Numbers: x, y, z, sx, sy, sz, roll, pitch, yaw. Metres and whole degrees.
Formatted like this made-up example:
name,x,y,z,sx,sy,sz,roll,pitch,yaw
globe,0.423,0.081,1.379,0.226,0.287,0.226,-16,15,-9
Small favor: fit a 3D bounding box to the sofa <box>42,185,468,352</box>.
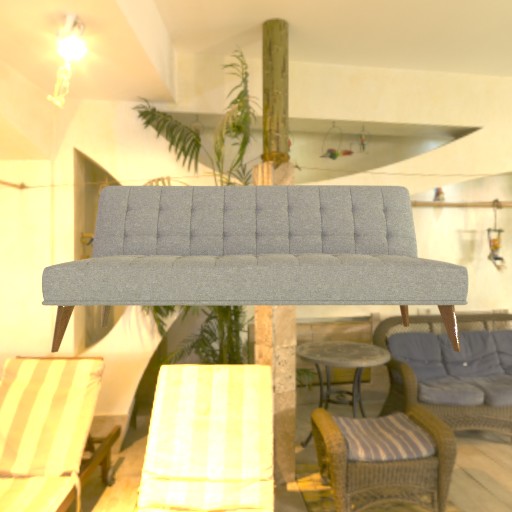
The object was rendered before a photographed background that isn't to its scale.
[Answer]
name,x,y,z,sx,sy,sz,roll,pitch,yaw
sofa,0.000,0.000,2.278,1.800,0.810,0.860,0,0,-1
